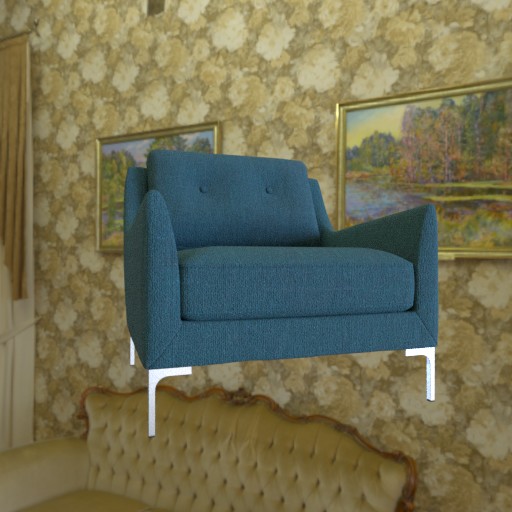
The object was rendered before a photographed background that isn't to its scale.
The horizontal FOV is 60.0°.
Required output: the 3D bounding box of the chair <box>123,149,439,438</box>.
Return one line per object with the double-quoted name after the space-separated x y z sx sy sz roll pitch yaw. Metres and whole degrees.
0.000 0.000 1.513 0.847 0.828 0.849 0 -1 -19 "chair"
